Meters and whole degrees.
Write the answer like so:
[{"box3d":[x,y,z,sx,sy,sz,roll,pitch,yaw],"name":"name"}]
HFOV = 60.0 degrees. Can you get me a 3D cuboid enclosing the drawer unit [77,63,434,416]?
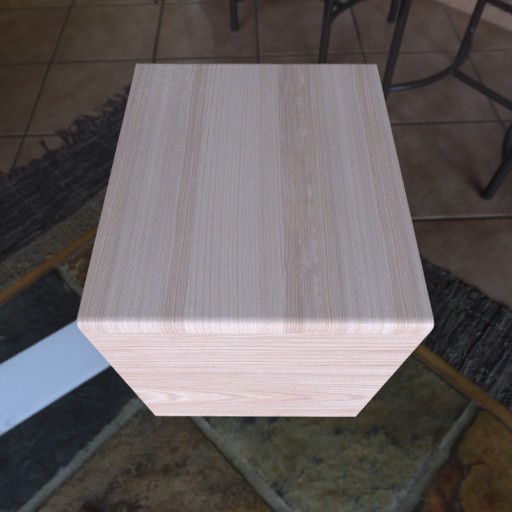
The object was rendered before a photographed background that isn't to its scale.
[{"box3d":[0.000,0.000,0.594,0.290,0.344,0.344,0,58,0],"name":"drawer unit"}]
